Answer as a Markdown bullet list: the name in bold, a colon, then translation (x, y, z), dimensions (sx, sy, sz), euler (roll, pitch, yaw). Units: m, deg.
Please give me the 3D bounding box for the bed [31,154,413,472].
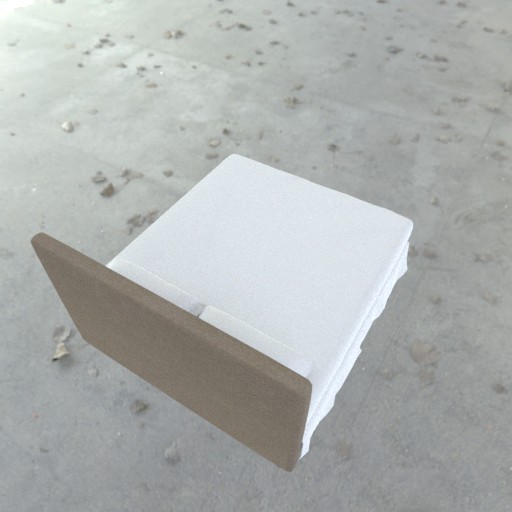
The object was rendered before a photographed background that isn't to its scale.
- **bed**: translation (0.000, 0.000, 3.639), dimensions (2.119, 1.317, 2.341), euler (25, 53, 21)
